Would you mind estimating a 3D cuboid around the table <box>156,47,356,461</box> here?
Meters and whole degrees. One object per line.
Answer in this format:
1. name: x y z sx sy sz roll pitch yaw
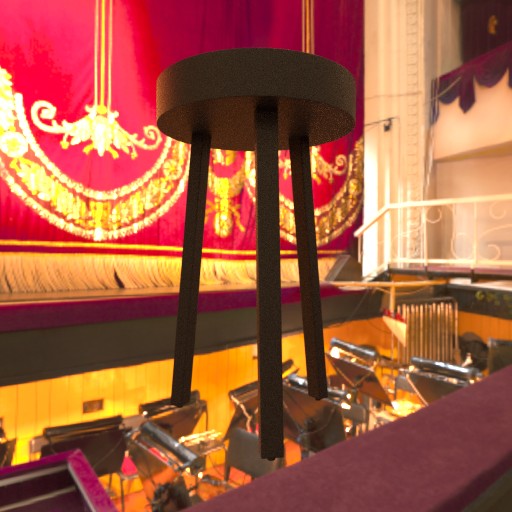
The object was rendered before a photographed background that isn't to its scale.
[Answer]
1. table: 0.000 0.000 0.931 0.406 0.686 0.406 -1 1 -37
